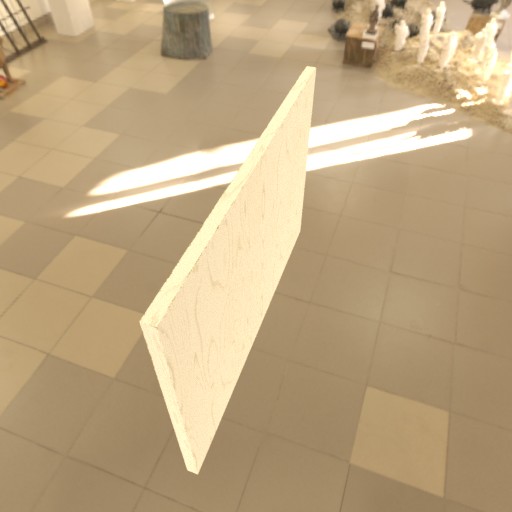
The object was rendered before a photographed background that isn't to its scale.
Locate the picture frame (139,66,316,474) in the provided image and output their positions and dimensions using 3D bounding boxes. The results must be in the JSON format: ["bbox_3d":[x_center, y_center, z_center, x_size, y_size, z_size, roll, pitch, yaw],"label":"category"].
[{"bbox_3d":[0.000,0.000,1.195,0.029,0.640,0.950,14,48,13],"label":"picture frame"}]
